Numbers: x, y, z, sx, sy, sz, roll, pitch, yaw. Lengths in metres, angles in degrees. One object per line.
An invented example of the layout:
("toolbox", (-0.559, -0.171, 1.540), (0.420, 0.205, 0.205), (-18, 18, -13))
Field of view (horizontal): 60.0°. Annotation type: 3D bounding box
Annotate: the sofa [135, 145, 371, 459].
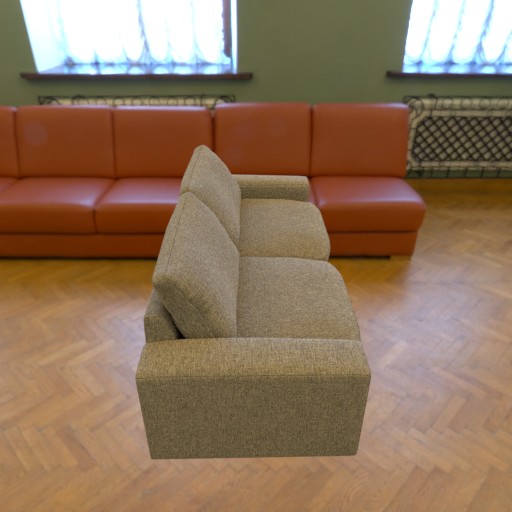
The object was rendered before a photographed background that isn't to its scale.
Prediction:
("sofa", (0.000, 0.000, 2.852), (1.040, 0.922, 2.299), (-1, 31, -1))
